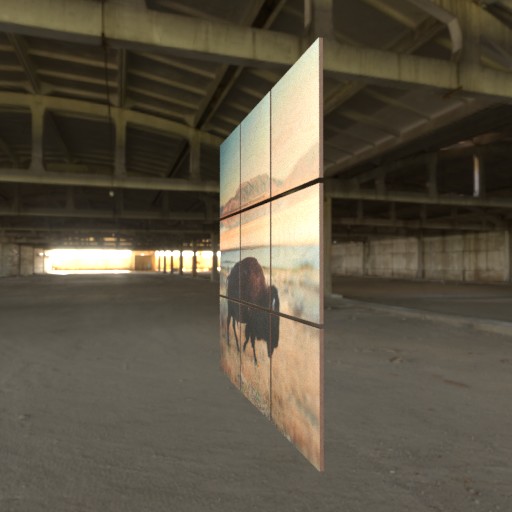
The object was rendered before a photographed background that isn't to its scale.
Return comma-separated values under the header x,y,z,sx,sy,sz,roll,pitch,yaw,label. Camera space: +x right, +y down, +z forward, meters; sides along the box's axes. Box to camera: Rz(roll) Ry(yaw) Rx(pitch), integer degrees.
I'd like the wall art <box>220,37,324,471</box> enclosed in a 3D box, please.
x,y,z,sx,sy,sz,roll,pitch,yaw,label
0.000,0.000,1.825,0.019,1.218,1.221,0,-1,-18,wall art
